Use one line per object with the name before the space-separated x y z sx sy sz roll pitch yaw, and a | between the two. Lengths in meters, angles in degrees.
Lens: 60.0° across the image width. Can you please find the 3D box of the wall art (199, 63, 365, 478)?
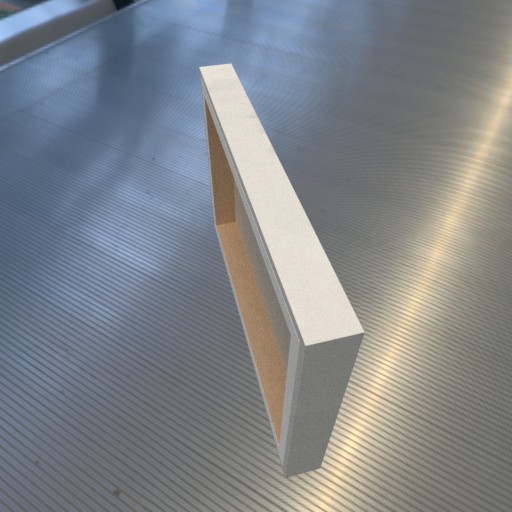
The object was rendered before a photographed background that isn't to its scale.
wall art | 0.000 0.000 0.483 0.038 0.254 0.381 -11 48 -10
